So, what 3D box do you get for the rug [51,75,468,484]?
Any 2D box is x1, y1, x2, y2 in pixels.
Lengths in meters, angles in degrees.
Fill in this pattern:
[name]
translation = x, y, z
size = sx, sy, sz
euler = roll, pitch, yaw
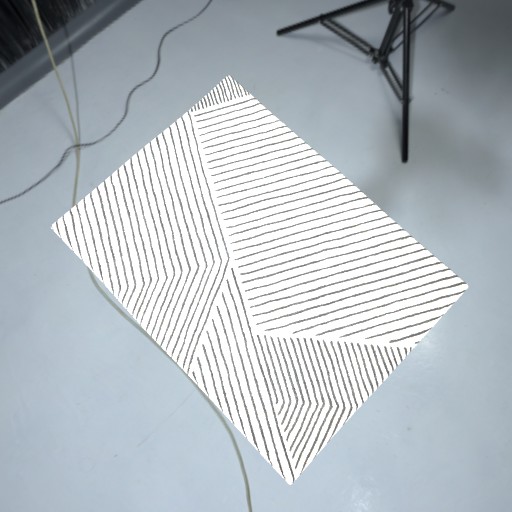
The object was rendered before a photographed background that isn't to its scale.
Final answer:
[rug]
translation = 0.000, 0.000, 3.197
size = 1.829, 0.028, 2.449
euler = -44, 80, -10
